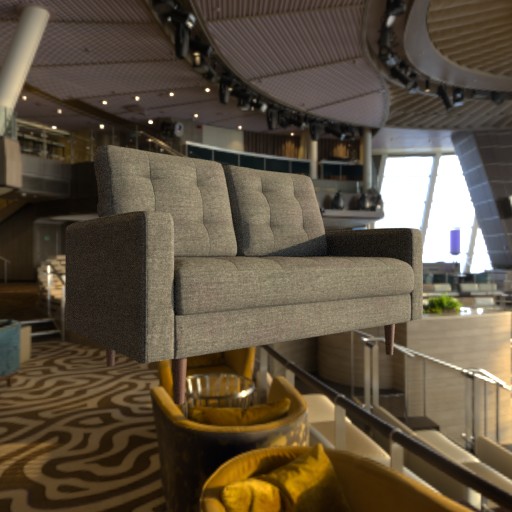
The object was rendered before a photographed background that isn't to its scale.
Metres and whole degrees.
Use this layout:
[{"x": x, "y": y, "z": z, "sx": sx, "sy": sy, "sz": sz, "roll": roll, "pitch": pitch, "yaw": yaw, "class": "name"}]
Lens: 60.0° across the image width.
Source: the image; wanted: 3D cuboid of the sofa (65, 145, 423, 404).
[{"x": 0.000, "y": 0.000, "z": 1.956, "sx": 1.407, "sy": 0.907, "sz": 0.842, "roll": 0, "pitch": 0, "yaw": -38, "class": "sofa"}]
